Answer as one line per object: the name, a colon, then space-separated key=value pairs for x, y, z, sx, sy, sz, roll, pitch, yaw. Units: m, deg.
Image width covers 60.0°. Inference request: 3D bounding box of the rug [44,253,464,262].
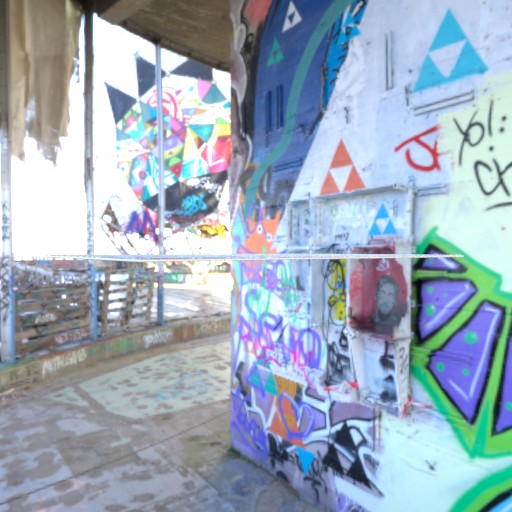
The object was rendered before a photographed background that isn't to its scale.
rug: x=0.000 y=0.000 z=2.858 sx=2.206 sy=0.014 sz=1.578 roll=-1 pitch=1 yaw=-37
